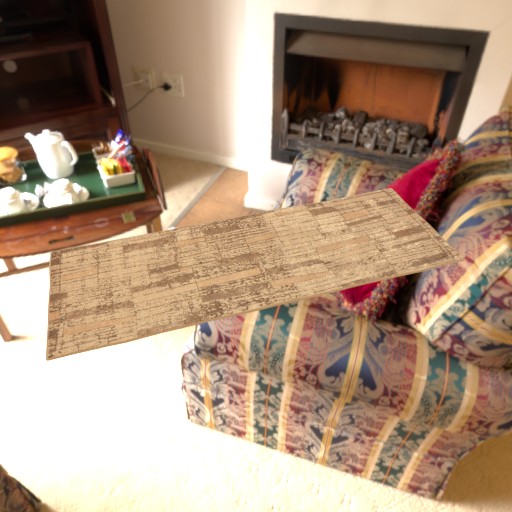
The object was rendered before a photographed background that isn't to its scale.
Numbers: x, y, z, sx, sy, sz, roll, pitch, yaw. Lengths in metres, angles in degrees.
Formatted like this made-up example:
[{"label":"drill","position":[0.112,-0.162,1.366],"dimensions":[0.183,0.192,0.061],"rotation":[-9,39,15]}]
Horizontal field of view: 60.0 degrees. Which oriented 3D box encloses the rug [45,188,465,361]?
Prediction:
[{"label":"rug","position":[0.000,0.000,2.689],"dimensions":[2.383,0.018,0.857],"rotation":[-12,42,-14]}]
